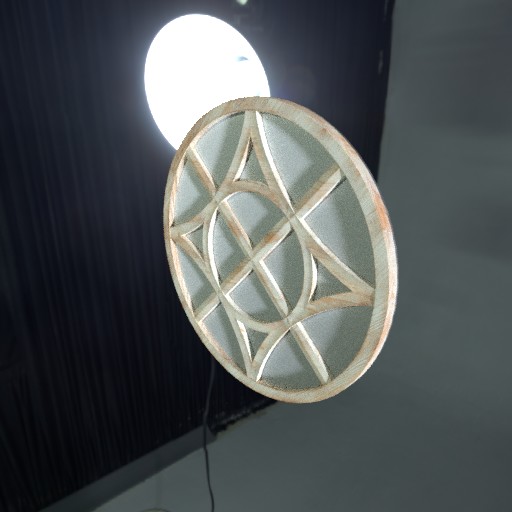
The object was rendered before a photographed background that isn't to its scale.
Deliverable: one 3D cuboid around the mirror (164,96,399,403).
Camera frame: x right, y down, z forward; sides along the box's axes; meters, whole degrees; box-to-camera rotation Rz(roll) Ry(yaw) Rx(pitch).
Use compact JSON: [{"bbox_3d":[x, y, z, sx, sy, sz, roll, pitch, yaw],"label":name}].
[{"bbox_3d":[0.000,0.000,1.048,0.710,0.710,0.038,17,25,42],"label":"mirror"}]
